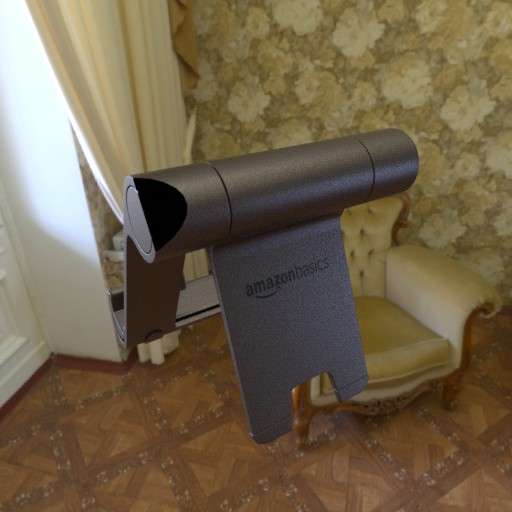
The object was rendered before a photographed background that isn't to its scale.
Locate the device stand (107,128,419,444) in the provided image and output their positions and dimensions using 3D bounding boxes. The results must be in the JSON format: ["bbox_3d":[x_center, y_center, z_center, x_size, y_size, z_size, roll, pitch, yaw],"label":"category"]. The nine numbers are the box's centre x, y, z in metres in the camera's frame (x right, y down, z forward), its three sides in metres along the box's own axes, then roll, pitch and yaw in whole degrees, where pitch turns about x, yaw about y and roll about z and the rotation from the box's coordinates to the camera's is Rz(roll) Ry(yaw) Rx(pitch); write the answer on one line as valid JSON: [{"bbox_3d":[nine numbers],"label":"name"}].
[{"bbox_3d":[0.000,0.000,0.154,0.088,0.084,0.079,-17,34,-28],"label":"device stand"}]
